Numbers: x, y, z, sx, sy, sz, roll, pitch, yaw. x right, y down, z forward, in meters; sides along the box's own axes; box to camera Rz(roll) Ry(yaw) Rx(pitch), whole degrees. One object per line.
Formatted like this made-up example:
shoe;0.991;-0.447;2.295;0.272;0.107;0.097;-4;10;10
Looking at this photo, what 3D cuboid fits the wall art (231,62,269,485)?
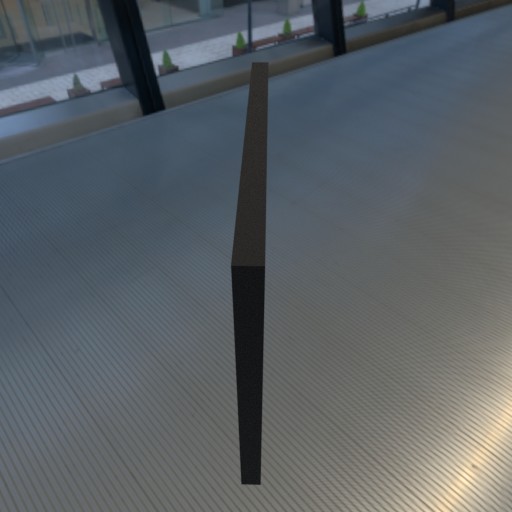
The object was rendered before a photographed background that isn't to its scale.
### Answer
wall art;0.000;0.000;0.751;0.031;0.457;0.558;1;41;1
